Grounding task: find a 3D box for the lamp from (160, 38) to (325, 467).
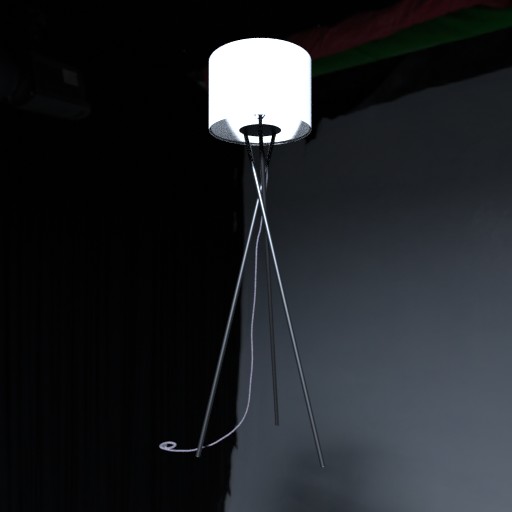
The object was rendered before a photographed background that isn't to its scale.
[{"bbox_3d":[0.000,0.000,1.907,0.667,1.624,0.522,-1,-1,36],"label":"lamp"}]
